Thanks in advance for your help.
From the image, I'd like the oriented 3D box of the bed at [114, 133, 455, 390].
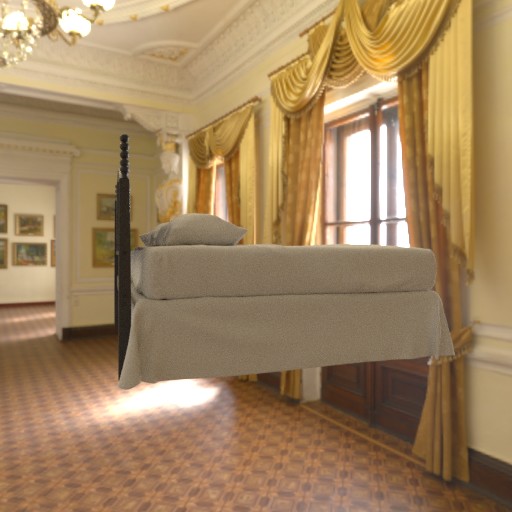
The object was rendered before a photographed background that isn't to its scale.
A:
[{"bbox_3d":[0.000,0.000,3.656,2.219,1.355,2.322,0,0,-18],"label":"bed"}]
